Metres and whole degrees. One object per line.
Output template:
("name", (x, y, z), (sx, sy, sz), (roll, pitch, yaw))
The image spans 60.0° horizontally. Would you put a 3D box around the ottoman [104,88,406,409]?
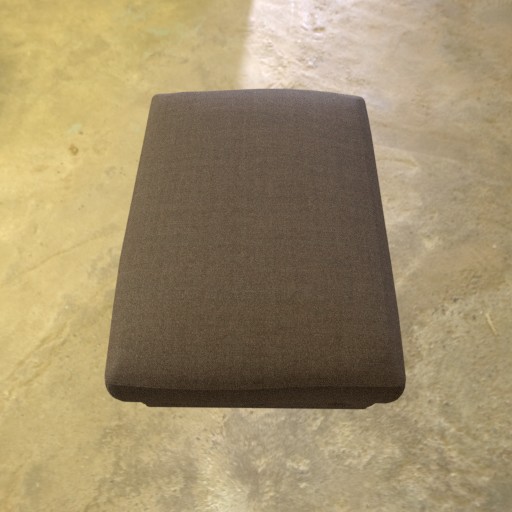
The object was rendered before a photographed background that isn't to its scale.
("ottoman", (0.000, 0.000, 1.193), (0.599, 0.555, 0.809), (1, 62, 0))
